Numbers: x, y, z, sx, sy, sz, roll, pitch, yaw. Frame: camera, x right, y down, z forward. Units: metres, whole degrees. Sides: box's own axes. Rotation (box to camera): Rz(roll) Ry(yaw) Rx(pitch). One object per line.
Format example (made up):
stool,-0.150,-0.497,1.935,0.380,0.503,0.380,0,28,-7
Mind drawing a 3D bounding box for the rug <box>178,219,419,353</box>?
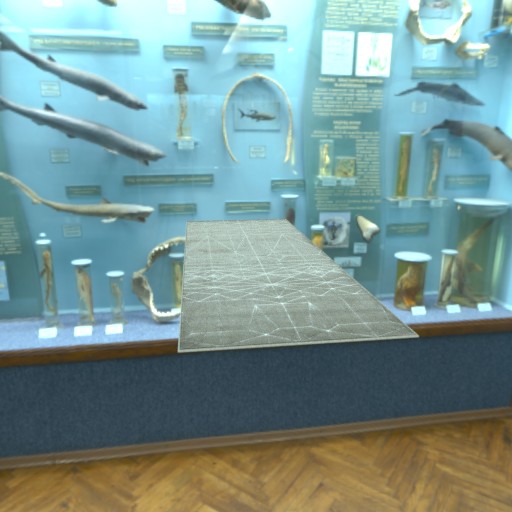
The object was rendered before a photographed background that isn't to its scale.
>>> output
rug,0.000,0.000,2.692,0.864,0.012,2.388,-2,15,-8
